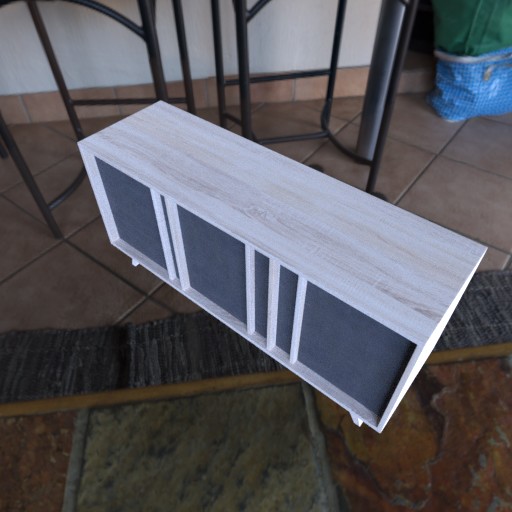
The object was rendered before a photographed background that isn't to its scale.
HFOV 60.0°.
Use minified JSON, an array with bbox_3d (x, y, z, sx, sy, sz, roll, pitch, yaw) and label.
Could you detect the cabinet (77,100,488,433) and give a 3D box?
[{"bbox_3d":[0.000,0.000,2.032,1.650,0.780,0.500,31,54,26],"label":"cabinet"}]
